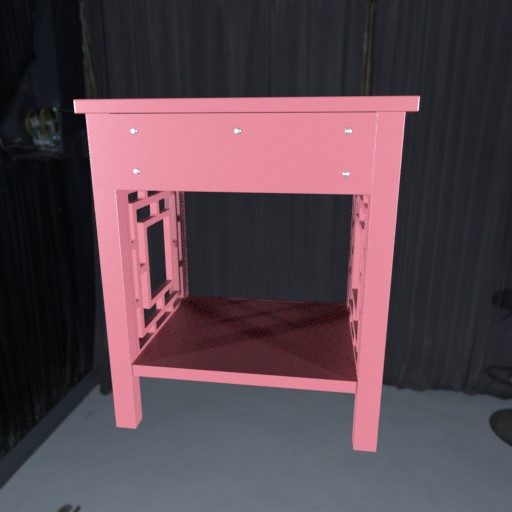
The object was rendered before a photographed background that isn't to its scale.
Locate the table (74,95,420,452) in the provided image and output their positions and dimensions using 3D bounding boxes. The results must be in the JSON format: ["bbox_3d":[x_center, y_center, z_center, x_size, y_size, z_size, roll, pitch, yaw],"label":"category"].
[{"bbox_3d":[0.000,0.000,1.063,0.599,0.686,0.451,2,16,8],"label":"table"}]
